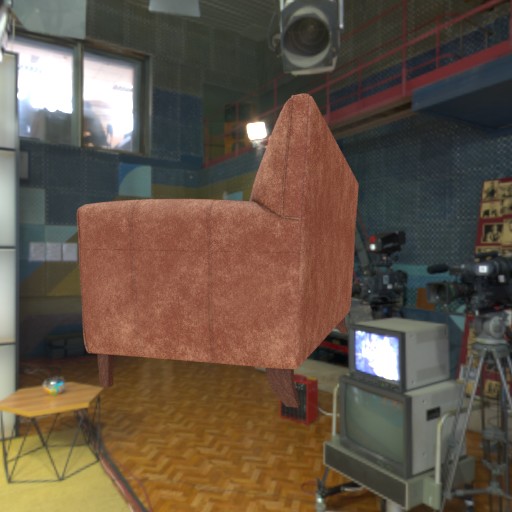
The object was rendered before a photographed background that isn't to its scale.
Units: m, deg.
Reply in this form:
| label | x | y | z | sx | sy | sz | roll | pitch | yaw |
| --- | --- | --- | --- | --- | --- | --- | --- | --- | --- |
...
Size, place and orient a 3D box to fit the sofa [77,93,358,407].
| label | x | y | z | sx | sy | sz | roll | pitch | yaw |
| --- | --- | --- | --- | --- | --- | --- | --- | --- | --- |
| sofa | 0.000 | 0.000 | 2.000 | 0.787 | 0.871 | 1.473 | 0 | 0 | 18 |
